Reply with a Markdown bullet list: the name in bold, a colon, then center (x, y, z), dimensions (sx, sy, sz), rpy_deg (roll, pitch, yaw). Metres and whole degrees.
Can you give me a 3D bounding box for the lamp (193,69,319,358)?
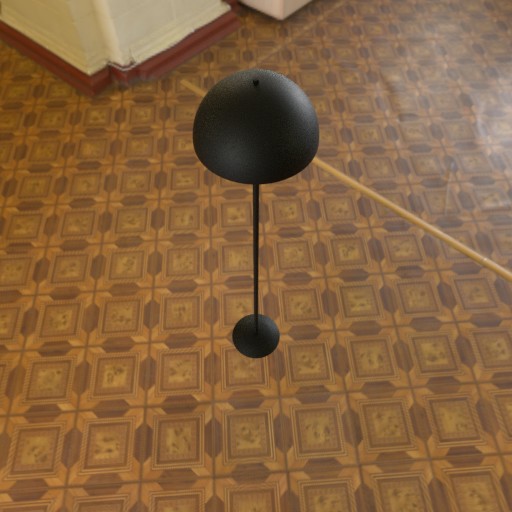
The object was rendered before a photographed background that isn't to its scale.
- **lamp**: center (0.000, 0.000, 1.630), dimensions (0.328, 1.480, 0.328), rpy_deg (-4, 57, -2)
